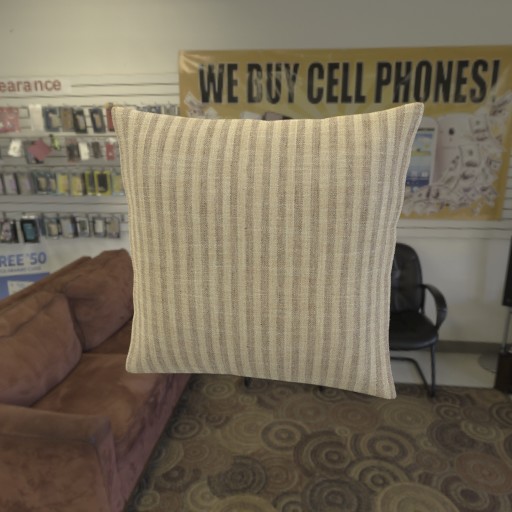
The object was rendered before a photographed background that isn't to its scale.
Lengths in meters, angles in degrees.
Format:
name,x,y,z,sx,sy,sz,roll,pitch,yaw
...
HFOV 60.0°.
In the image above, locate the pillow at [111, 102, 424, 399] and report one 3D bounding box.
name,x,y,z,sx,sy,sz,roll,pitch,yaw
pillow,0.000,0.000,0.786,0.523,0.510,0.166,2,15,9
